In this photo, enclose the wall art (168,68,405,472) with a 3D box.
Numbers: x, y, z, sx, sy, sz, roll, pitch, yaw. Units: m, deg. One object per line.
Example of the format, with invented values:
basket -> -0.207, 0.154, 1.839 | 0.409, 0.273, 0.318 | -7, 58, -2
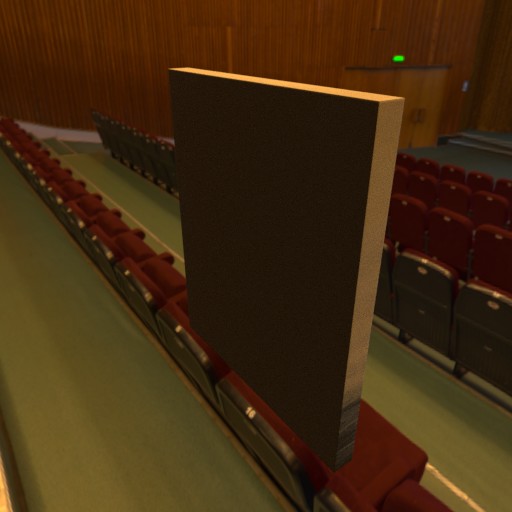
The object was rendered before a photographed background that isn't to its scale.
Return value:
wall art -> 0.000, 0.000, 0.688 | 0.037, 0.511, 0.435 | -18, 33, -31
